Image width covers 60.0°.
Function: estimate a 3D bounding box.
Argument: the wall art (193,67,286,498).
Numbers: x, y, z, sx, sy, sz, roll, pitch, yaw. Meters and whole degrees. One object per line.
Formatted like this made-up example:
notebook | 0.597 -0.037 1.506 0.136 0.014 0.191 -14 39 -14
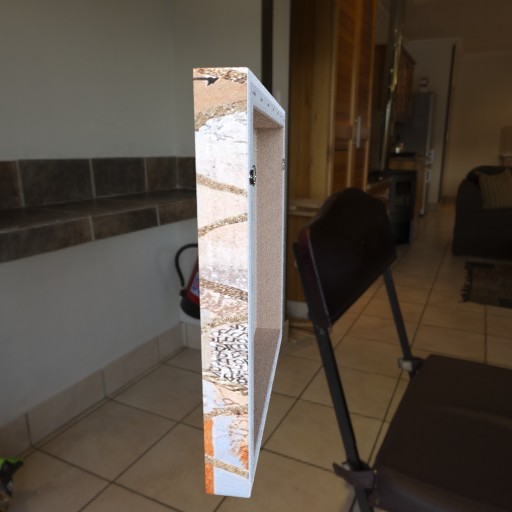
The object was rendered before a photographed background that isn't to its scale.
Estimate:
wall art | 0.000 0.000 0.446 0.036 0.304 0.303 2 13 8
